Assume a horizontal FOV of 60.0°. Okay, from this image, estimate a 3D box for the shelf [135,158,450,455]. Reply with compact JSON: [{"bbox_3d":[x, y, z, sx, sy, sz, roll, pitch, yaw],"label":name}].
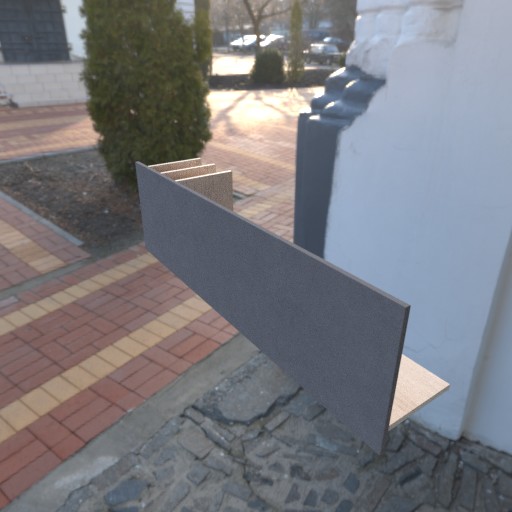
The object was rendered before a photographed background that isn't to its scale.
[{"bbox_3d":[0.000,0.000,1.120,0.200,0.300,1.020,-17,31,-31],"label":"shelf"}]
